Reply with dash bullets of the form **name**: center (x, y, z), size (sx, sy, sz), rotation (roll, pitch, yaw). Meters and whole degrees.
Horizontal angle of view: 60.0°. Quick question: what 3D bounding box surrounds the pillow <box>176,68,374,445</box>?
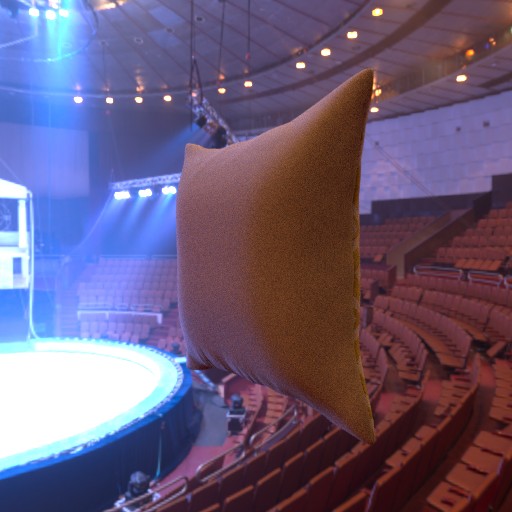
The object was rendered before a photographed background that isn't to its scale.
- **pillow**: center (0.000, 0.000, 0.777), size (0.188, 0.494, 0.504), rotation (0, 0, -37)
